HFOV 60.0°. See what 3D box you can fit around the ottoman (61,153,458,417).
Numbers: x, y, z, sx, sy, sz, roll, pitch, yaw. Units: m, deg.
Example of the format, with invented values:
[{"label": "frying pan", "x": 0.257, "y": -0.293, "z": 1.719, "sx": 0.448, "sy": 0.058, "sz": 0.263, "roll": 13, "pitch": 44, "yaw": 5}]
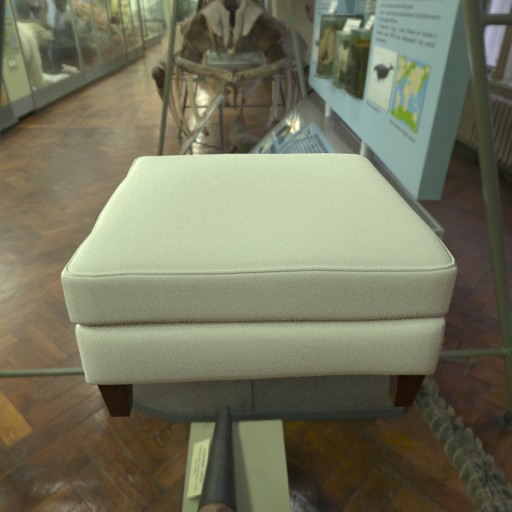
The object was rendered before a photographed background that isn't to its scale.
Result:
[{"label": "ottoman", "x": 0.000, "y": 0.000, "z": 1.335, "sx": 0.838, "sy": 0.479, "sz": 0.838, "roll": -1, "pitch": 29, "yaw": -2}]
